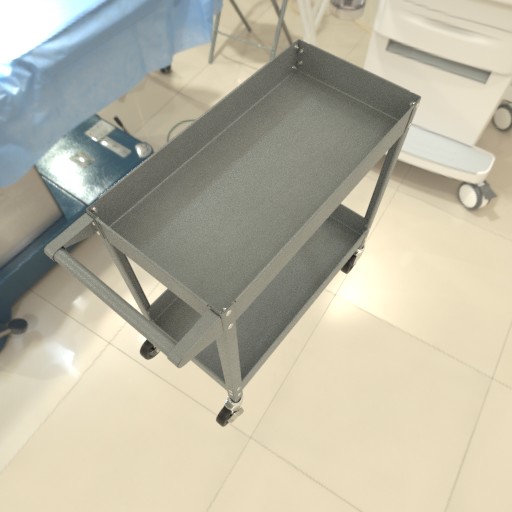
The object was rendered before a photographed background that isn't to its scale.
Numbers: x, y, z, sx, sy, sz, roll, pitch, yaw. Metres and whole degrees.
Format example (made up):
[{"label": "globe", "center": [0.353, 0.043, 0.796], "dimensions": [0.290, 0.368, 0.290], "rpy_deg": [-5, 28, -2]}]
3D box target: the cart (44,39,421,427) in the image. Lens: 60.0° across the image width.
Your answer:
[{"label": "cart", "center": [0.000, 0.000, 1.181], "dimensions": [0.366, 0.719, 0.779], "rpy_deg": [35, 65, 19]}]
